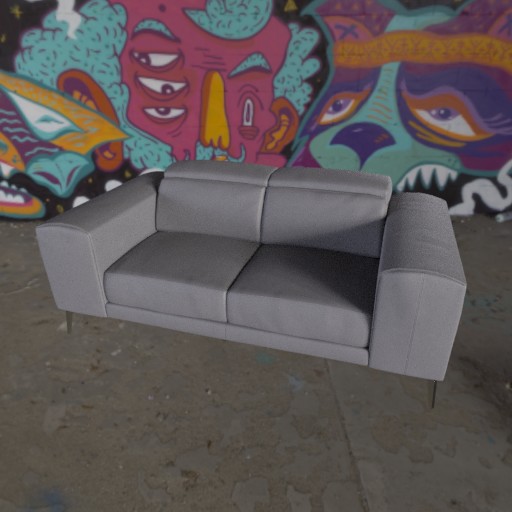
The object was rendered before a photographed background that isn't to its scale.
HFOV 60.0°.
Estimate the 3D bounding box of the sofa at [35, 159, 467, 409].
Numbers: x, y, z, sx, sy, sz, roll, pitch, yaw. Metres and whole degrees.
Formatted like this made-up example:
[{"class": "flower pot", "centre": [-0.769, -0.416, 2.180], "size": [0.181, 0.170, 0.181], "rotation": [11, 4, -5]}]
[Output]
[{"class": "sofa", "centre": [0.000, 0.000, 2.333], "size": [1.895, 0.779, 1.003], "rotation": [8, 26, 15]}]
